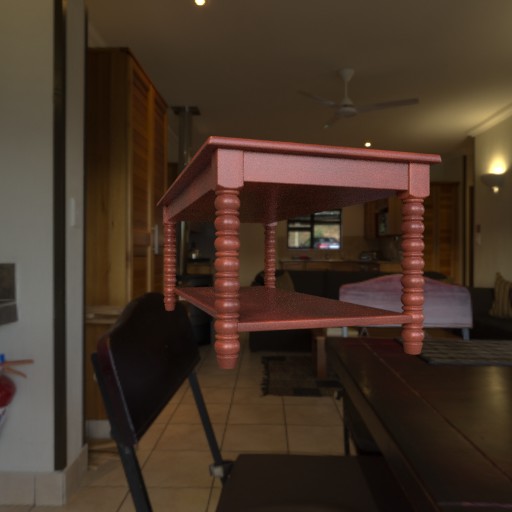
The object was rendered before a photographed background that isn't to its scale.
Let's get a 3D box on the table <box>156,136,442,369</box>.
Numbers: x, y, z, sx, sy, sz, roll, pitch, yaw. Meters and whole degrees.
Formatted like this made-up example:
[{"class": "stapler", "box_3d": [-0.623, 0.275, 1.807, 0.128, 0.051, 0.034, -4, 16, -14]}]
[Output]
[{"class": "table", "box_3d": [0.000, 0.000, 1.536, 0.580, 0.485, 1.171, 0, 0, -17]}]
